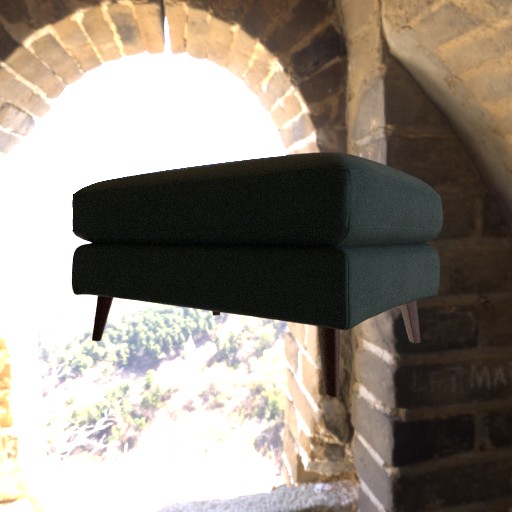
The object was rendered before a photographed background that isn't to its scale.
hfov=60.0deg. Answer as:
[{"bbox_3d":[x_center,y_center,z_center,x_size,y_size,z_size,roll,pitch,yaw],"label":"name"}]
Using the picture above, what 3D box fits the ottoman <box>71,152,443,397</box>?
[{"bbox_3d":[0.000,0.000,1.155,0.811,0.449,0.608,2,3,36],"label":"ottoman"}]
